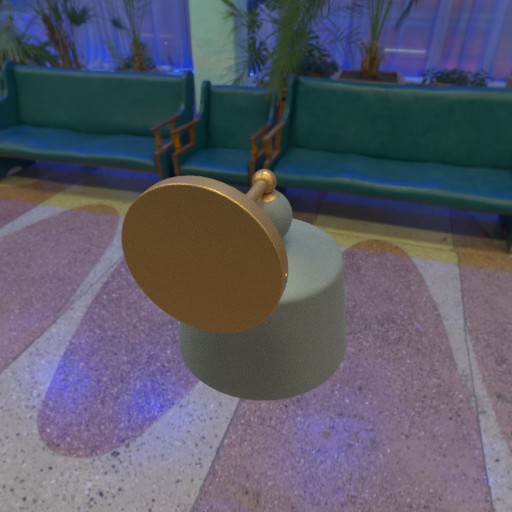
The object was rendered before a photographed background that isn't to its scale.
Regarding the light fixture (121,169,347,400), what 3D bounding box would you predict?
[{"bbox_3d":[0.000,0.000,0.454,0.204,0.268,0.254,11,35,16],"label":"light fixture"}]
